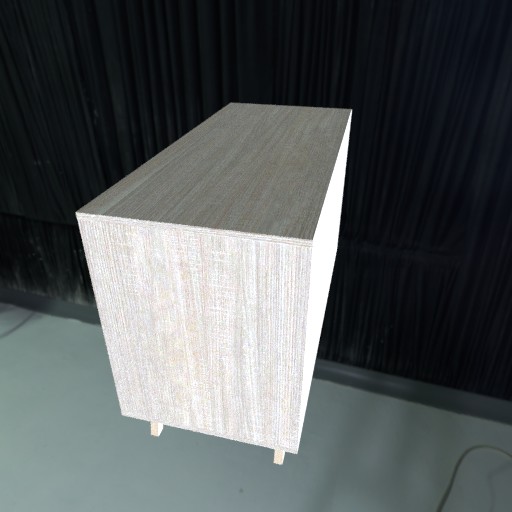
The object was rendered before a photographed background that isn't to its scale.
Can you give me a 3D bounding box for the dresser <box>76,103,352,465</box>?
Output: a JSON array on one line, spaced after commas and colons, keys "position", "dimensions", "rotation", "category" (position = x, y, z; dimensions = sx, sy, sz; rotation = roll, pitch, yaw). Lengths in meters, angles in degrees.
[{"position": [0.000, 0.000, 1.538], "dimensions": [0.500, 0.780, 1.110], "rotation": [7, 31, 12], "category": "dresser"}]
